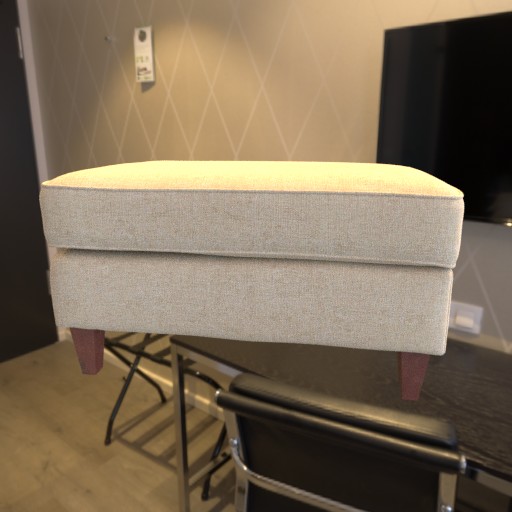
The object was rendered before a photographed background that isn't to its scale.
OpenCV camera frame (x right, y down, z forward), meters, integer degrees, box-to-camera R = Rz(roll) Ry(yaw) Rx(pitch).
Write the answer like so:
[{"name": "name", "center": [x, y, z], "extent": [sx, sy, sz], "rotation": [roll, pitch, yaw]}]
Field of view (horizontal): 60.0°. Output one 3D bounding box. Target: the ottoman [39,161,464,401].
[{"name": "ottoman", "center": [0.000, 0.000, 1.166], "extent": [0.862, 0.484, 0.583], "rotation": [2, 15, 8]}]
